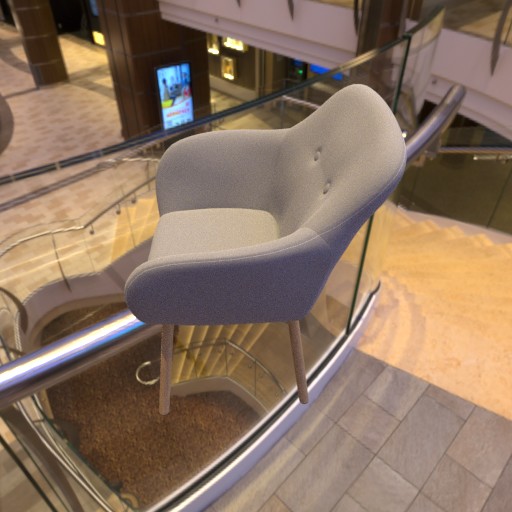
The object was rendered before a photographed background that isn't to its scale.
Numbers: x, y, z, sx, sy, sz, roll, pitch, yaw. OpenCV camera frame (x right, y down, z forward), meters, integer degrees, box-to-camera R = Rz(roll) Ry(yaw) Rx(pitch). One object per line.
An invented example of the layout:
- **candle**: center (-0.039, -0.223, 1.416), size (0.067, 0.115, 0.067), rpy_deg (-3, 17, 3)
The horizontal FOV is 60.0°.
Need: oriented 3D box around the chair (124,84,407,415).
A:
- **chair**: center (0.000, 0.000, 1.216), size (0.590, 0.830, 0.570), rpy_deg (-1, 41, -1)
